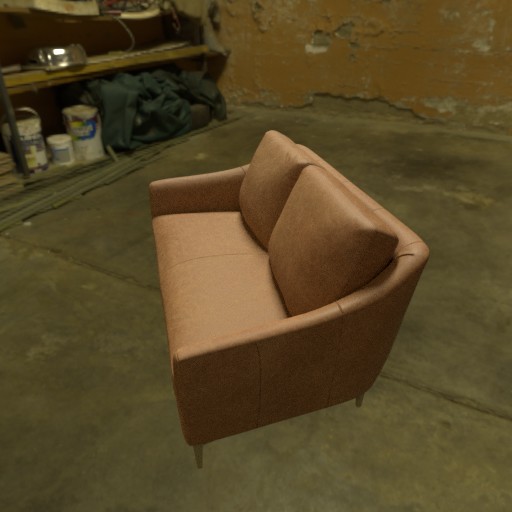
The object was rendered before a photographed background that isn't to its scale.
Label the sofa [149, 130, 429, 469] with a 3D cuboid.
[{"bbox_3d":[0.000,0.000,2.190,0.960,0.902,1.619,-7,31,-13],"label":"sofa"}]
